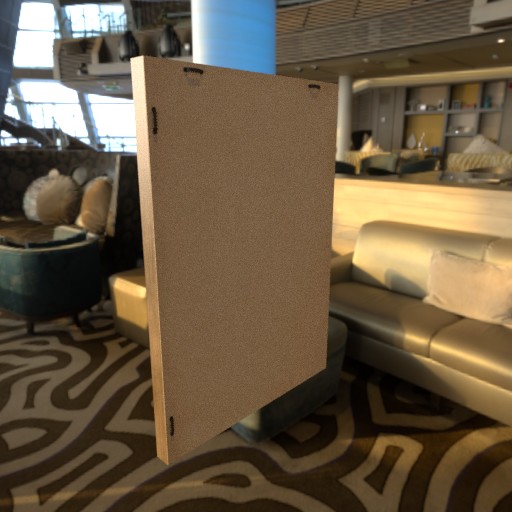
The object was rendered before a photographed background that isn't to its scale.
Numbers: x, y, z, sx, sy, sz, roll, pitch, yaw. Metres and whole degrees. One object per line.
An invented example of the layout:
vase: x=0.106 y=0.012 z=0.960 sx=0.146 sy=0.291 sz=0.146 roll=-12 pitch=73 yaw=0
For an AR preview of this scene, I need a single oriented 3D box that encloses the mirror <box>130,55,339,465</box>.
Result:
mirror: x=0.000 y=0.000 z=0.925 sx=0.040 sy=0.710 sz=0.507 roll=14 pitch=20 yaw=42
